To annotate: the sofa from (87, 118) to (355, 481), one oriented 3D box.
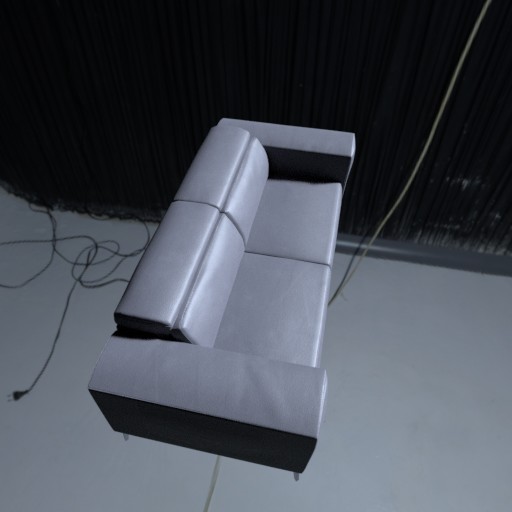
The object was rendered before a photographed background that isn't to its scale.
[{"bbox_3d":[0.000,0.000,2.803,1.048,0.814,2.330,9,48,8],"label":"sofa"}]
